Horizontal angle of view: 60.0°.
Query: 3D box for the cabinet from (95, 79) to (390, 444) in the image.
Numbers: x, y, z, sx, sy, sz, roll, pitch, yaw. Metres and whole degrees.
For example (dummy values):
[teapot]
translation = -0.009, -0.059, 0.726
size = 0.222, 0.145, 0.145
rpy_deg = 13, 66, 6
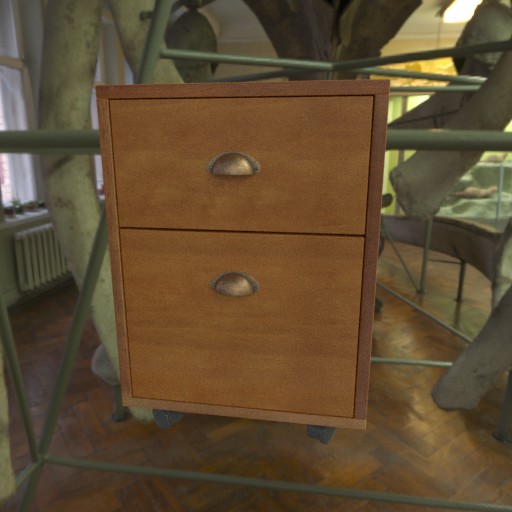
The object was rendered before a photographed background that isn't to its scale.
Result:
[cabinet]
translation = 0.000, 0.000, 0.844
size = 0.409, 0.579, 0.401
rpy_deg = 2, 15, 9
